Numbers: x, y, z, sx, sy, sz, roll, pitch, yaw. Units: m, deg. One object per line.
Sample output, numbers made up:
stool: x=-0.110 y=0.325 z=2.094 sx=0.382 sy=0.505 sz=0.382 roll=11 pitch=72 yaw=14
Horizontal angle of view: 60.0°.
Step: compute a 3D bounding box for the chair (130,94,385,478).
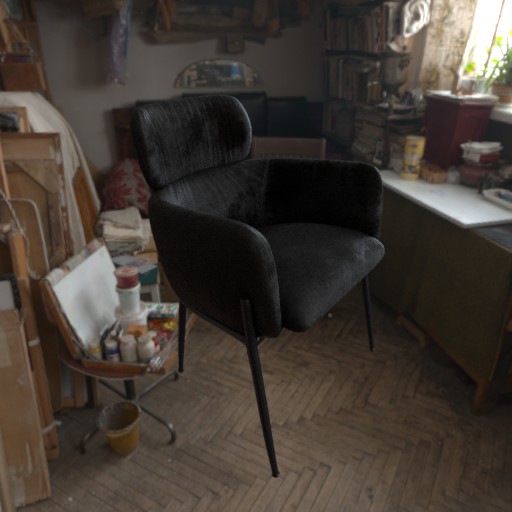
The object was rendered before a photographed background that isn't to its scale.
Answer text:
chair: x=0.000 y=0.000 z=1.281 sx=0.604 sy=0.818 sz=0.640 roll=18 pitch=32 yaw=32
